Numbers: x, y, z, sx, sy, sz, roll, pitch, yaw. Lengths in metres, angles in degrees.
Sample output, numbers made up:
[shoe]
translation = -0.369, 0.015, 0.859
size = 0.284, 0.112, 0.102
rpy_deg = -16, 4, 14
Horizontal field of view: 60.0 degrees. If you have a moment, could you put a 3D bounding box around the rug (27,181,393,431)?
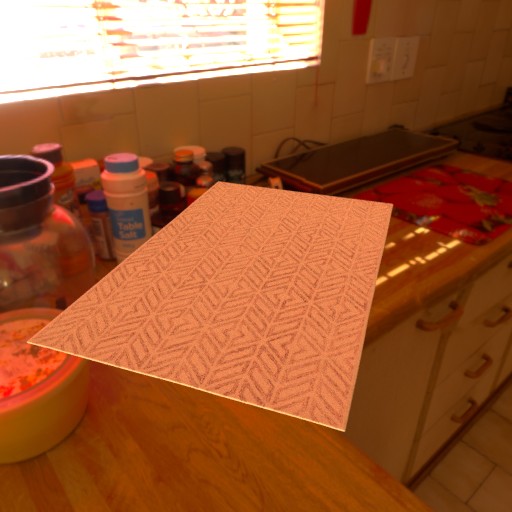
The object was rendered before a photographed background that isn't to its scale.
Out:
[rug]
translation = 0.000, 0.000, 2.270
size = 1.220, 0.007, 1.828
rpy_deg = 10, 32, 17
